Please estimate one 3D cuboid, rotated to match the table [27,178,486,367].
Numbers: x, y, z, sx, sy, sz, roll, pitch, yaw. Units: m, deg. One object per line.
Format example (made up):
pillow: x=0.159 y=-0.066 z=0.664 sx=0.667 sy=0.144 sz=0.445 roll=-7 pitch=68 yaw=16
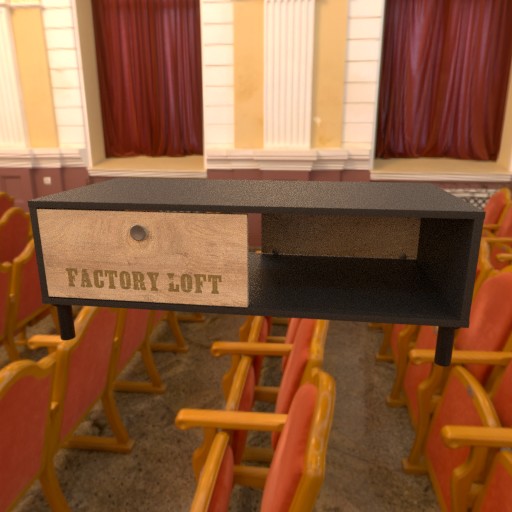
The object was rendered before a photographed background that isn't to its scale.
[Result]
table: x=0.000 y=0.000 z=1.359 sx=1.100 sy=0.400 sz=0.550 roll=2 pitch=16 yaw=8
